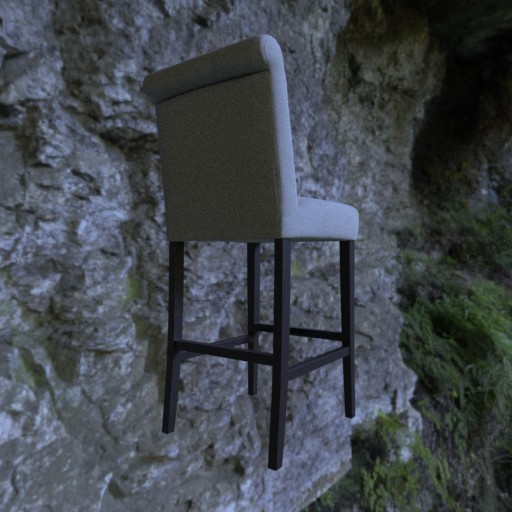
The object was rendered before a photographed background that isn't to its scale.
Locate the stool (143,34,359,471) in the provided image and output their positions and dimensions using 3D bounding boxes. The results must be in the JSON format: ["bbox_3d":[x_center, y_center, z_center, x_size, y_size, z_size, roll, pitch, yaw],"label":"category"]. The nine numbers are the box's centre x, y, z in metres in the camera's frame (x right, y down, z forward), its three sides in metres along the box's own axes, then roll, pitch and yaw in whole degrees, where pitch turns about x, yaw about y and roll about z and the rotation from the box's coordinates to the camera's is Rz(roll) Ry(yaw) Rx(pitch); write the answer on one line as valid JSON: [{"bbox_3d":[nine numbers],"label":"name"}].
[{"bbox_3d":[0.000,0.000,1.466,0.493,1.140,0.601,0,0,36],"label":"stool"}]
